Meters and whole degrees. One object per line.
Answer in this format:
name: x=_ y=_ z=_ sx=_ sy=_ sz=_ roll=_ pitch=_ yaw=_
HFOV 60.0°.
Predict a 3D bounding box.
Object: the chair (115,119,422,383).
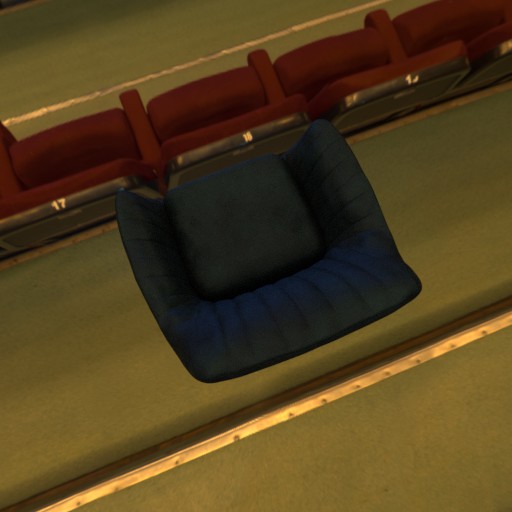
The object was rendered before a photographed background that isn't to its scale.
chair: x=0.000 y=0.000 z=1.205 sx=0.578 sy=0.826 sz=0.573 roll=-21 pitch=76 yaw=-5
